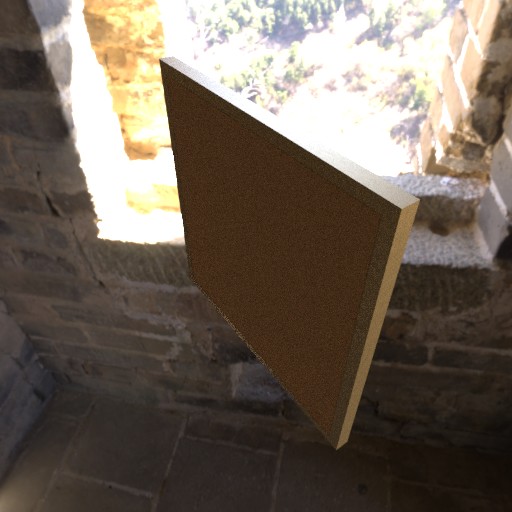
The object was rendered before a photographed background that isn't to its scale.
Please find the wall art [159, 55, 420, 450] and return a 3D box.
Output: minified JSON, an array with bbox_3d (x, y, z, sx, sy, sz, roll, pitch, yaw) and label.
[{"bbox_3d":[0.000,0.000,2.829,0.099,1.926,1.926,-26,48,-26],"label":"wall art"}]
